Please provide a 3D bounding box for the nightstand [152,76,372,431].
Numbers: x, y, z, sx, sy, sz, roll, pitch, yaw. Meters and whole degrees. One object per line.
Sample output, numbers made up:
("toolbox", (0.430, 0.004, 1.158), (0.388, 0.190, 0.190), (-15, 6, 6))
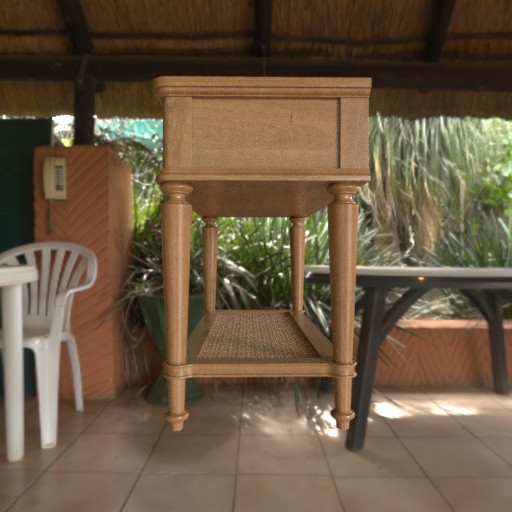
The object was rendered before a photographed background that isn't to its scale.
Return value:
("nightstand", (0.000, 0.000, 1.317), (0.432, 0.700, 0.914), (0, 0, -1))
